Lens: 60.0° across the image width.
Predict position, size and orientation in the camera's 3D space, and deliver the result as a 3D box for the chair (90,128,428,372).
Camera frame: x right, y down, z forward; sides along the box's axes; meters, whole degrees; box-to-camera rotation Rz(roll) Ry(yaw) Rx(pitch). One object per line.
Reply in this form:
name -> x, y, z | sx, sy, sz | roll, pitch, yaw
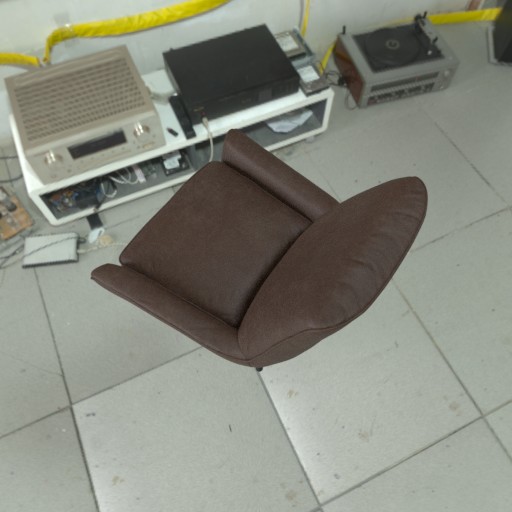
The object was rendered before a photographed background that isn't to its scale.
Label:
chair -> 0.000, 0.000, 1.514 | 0.824, 0.888, 0.787 | 32, 67, 15
